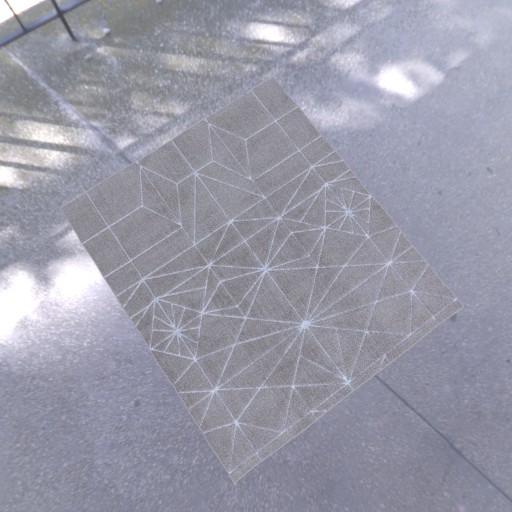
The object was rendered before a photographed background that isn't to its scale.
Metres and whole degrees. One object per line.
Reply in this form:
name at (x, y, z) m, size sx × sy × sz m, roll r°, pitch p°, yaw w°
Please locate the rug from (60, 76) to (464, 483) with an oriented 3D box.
rug at (0.000, 0.000, 0.892) m, size 0.548 × 0.006 × 0.639 m, roll -34°, pitch 78°, yaw -8°
